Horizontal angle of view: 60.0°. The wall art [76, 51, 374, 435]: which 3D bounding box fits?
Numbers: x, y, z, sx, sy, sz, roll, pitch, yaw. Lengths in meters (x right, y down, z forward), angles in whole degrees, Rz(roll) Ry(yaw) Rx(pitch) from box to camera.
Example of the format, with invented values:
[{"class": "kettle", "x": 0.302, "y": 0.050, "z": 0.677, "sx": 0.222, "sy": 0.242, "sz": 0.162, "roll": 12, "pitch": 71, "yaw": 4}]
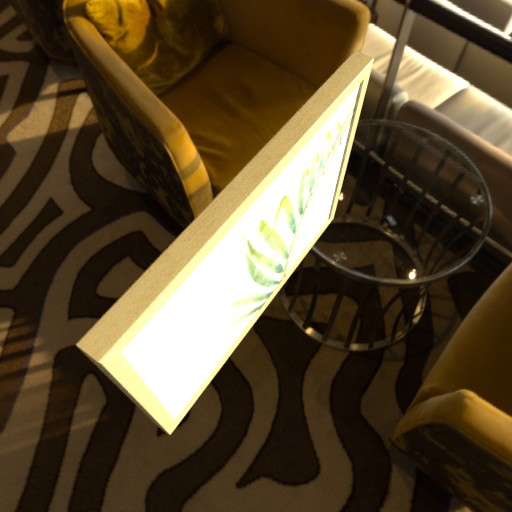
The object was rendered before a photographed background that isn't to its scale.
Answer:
[{"class": "wall art", "x": 0.000, "y": 0.000, "z": 0.677, "sx": 0.032, "sy": 0.381, "sz": 0.533, "roll": 31, "pitch": 64, "yaw": 17}]
